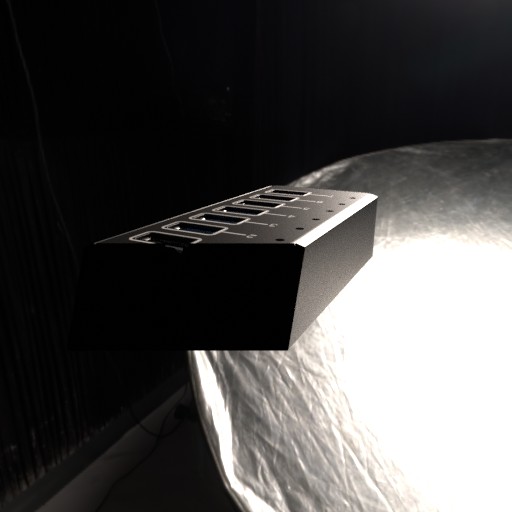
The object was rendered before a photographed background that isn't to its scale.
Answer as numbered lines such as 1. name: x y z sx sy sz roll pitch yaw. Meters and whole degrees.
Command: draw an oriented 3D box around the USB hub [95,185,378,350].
1. USB hub: 0.000 0.000 0.128 0.044 0.023 0.110 9 20 26
